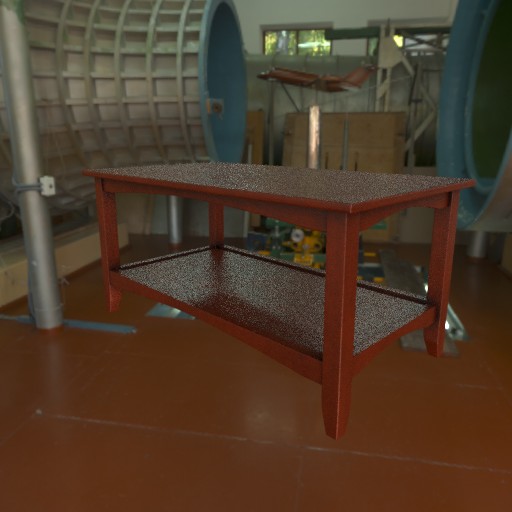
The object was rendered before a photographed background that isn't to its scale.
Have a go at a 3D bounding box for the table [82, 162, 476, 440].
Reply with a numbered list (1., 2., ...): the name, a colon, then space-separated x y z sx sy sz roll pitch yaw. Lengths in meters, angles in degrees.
1. table: 0.000 0.000 1.247 0.943 0.456 0.533 15 21 43
